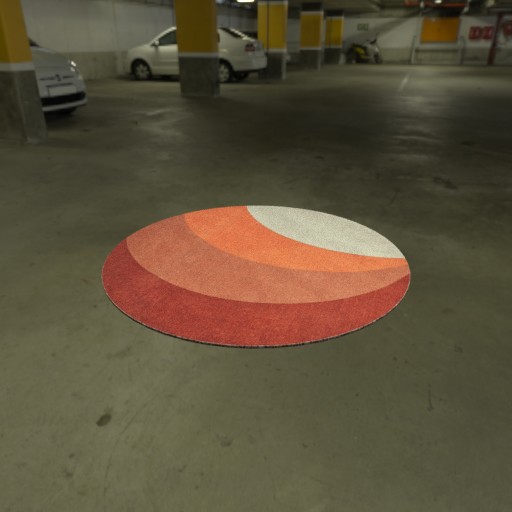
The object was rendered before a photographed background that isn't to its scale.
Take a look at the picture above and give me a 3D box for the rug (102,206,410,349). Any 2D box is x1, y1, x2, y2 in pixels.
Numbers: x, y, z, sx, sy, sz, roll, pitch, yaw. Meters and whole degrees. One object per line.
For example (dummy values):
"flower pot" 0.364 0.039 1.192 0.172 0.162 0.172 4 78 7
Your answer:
"rug" 0.000 0.000 2.277 1.514 0.015 1.514 0 26 0
